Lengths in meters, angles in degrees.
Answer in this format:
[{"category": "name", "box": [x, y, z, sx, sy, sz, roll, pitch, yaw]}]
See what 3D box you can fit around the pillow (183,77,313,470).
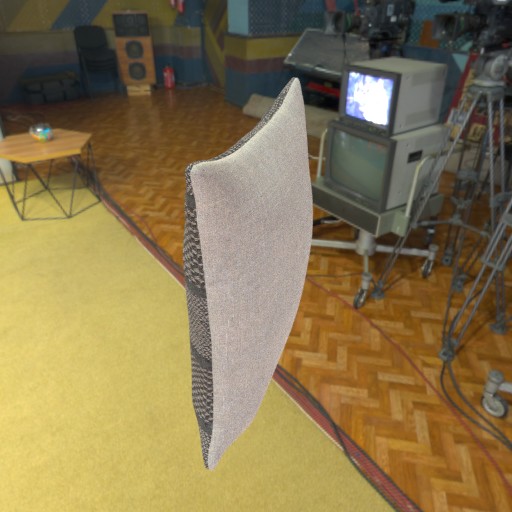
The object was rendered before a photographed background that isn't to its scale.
[{"category": "pillow", "box": [0.000, 0.000, 0.660, 0.138, 0.432, 0.435, 9, 33, 14]}]
